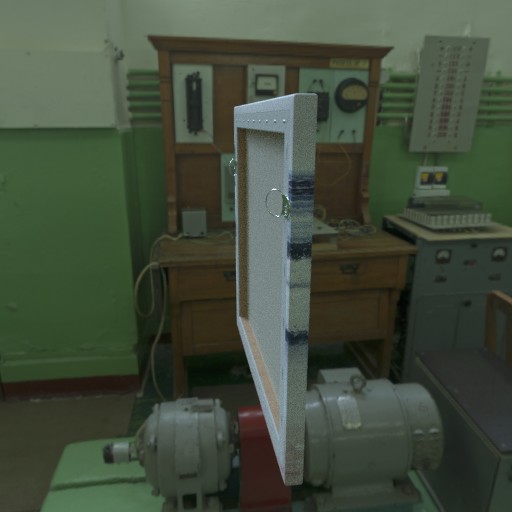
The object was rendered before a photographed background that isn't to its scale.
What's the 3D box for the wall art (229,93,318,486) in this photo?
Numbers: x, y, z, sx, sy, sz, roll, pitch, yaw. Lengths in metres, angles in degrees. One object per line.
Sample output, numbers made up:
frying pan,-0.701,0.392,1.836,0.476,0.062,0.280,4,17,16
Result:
wall art,0.000,0.000,1.141,0.065,0.747,0.755,-3,17,-9
